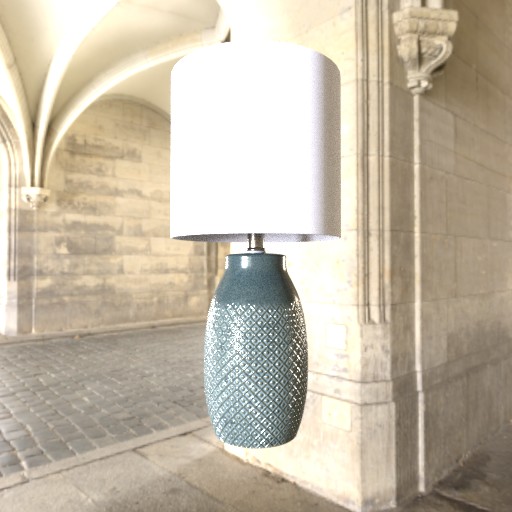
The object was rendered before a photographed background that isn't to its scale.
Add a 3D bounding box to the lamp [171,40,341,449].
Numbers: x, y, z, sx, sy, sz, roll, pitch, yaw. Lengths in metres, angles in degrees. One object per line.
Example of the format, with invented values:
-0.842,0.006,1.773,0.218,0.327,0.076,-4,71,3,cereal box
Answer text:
0.000,0.000,0.573,0.217,0.453,0.217,0,-1,0,lamp
